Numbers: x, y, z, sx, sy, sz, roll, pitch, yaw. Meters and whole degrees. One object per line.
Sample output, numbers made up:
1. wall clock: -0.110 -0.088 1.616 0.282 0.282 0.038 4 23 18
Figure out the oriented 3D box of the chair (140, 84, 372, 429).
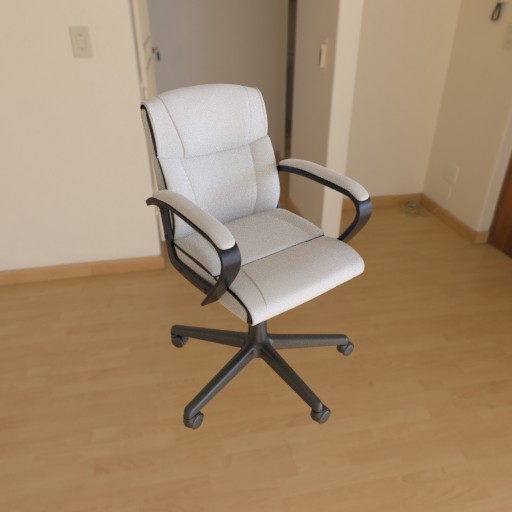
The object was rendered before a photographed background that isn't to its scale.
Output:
1. chair: 0.000 0.000 1.493 0.739 1.004 0.717 -20 36 -31
